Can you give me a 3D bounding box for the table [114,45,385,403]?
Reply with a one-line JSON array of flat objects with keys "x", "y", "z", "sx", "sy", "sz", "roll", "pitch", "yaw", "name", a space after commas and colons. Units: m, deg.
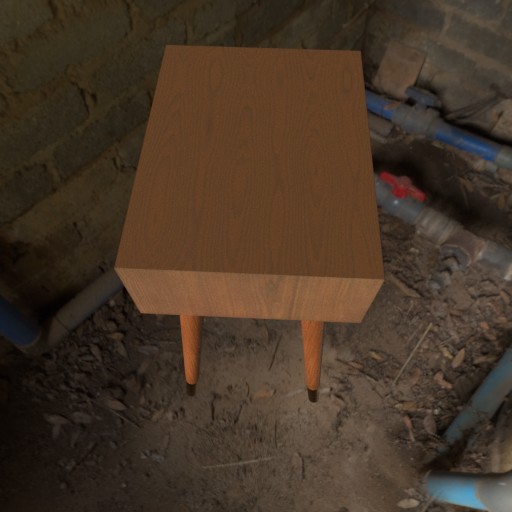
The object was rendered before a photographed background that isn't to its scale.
[{"x": 0.000, "y": 0.000, "z": 0.834, "sx": 0.300, "sy": 0.599, "sz": 0.406, "roll": 2, "pitch": 61, "yaw": 1, "name": "table"}]
